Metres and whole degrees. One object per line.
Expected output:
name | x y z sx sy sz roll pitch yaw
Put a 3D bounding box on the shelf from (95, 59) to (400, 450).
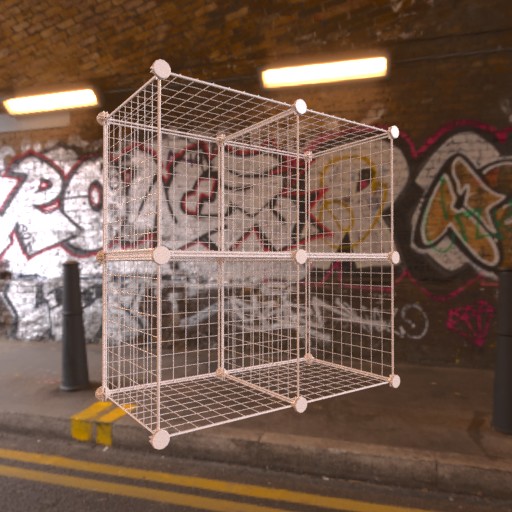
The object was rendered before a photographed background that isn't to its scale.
shelf | 0.000 0.000 1.150 0.711 0.711 0.356 1 -1 -36
